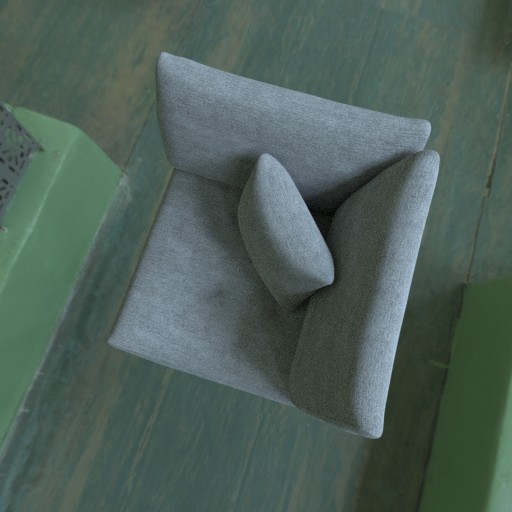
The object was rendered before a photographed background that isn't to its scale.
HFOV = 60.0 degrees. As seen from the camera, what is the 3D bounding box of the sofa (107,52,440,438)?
[{"bbox_3d":[0.000,0.000,1.704,1.000,0.820,1.000,17,76,4],"label":"sofa"}]
